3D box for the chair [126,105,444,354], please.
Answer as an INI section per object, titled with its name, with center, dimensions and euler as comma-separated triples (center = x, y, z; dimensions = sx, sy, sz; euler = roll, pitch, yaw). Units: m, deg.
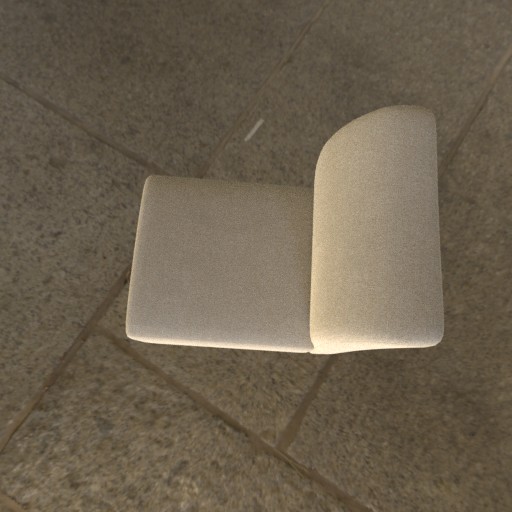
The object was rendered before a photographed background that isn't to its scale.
[chair]
center = 0.000, 0.000, 1.295
dimensions = 0.754, 0.833, 0.521
euler = 3, 76, 1
